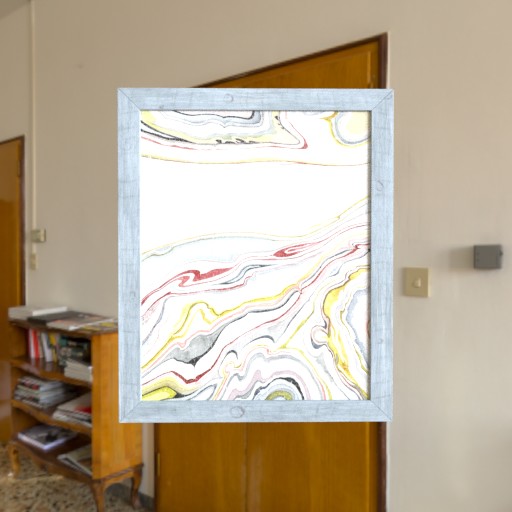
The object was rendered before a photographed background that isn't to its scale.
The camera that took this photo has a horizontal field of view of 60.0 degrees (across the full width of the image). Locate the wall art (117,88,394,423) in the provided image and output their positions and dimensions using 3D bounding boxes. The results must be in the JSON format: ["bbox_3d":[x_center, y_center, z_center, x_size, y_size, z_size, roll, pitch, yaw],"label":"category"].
[{"bbox_3d":[0.000,0.000,0.783,0.479,0.582,0.022,0,1,-1],"label":"wall art"}]
